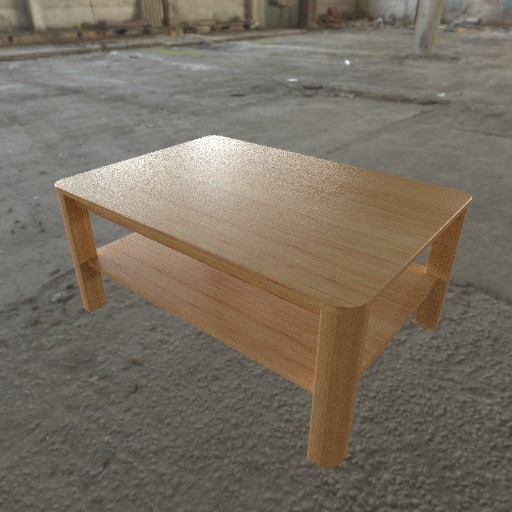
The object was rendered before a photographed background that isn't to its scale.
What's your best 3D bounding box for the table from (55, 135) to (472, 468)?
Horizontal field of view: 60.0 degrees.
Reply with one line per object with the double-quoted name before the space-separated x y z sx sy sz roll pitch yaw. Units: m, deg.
"table" 0.000 0.000 1.370 0.997 0.445 0.696 22 37 33
